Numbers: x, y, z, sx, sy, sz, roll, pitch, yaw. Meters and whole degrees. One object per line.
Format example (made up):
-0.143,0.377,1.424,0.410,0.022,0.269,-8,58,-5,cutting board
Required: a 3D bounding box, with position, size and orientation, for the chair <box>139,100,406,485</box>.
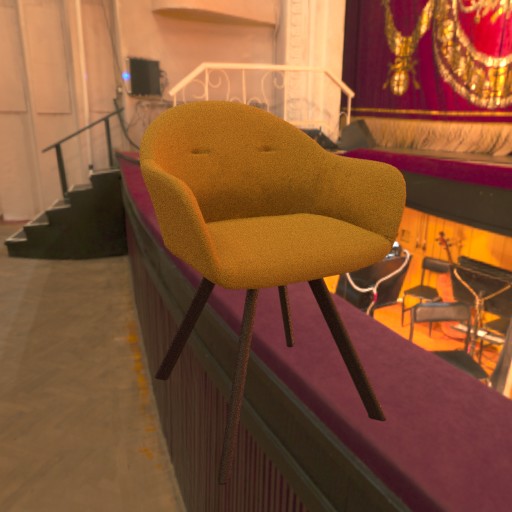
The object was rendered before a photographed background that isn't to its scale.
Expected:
0.000,0.000,1.142,0.545,0.775,0.565,-9,19,-26,chair
